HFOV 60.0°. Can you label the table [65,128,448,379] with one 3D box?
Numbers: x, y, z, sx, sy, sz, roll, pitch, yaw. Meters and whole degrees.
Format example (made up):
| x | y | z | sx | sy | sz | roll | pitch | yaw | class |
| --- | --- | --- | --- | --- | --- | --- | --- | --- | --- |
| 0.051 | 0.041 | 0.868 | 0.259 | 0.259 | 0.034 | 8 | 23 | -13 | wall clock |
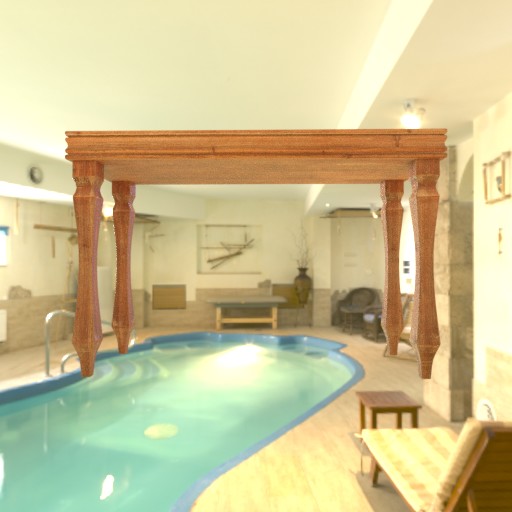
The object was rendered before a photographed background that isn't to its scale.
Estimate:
| x | y | z | sx | sy | sz | roll | pitch | yaw | class |
| --- | --- | --- | --- | --- | --- | --- | --- | --- | --- |
| 0.000 | 0.000 | 1.795 | 1.330 | 0.873 | 0.522 | 0 | -1 | 1 | table |
